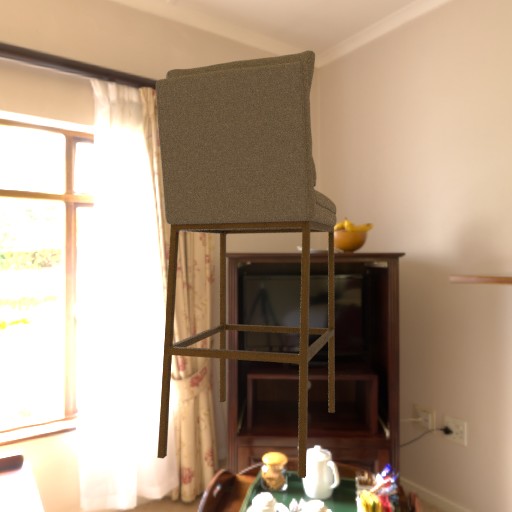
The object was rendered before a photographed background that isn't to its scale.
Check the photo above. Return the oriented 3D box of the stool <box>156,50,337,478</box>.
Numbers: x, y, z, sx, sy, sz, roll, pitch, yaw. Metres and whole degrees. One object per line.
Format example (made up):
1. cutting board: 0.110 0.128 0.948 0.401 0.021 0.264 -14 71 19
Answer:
1. stool: 0.000 0.000 1.442 0.463 1.132 0.569 0 -1 16
